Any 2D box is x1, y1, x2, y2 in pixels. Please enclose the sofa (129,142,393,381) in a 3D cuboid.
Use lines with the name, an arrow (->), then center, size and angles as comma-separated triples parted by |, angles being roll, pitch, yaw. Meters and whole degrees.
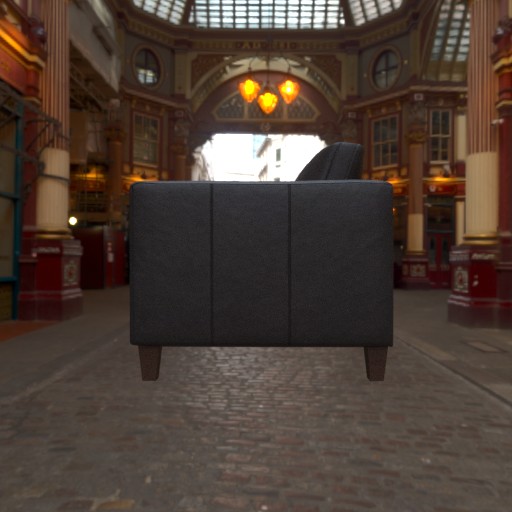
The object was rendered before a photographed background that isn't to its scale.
sofa -> 0.000, 0.000, 2.442 | 0.933, 0.863, 1.971 | 0, 0, 0
